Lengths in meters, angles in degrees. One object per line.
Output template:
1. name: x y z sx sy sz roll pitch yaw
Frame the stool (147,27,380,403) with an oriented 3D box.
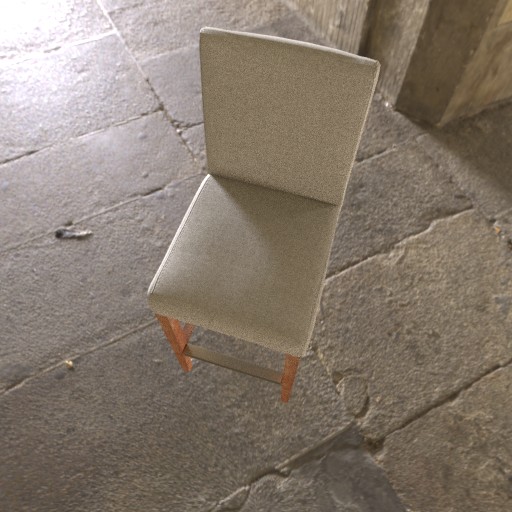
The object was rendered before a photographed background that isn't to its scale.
1. stool: 0.000 0.000 1.348 0.439 1.088 0.570 15 61 8
